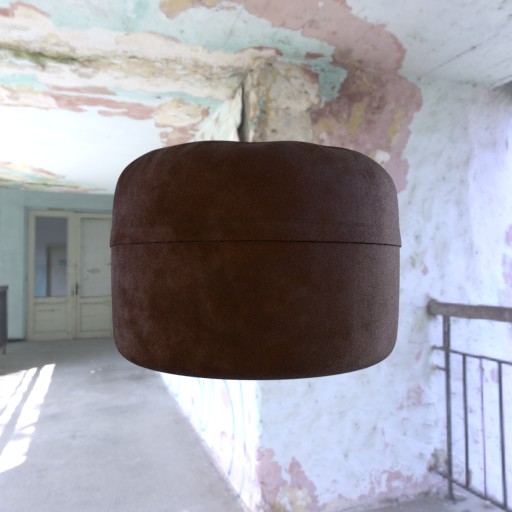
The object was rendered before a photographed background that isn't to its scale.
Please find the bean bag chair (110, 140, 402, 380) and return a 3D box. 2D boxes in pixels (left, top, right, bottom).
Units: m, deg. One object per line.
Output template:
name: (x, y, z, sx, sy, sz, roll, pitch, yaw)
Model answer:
bean bag chair: (0.000, 0.000, 1.465, 0.918, 0.616, 0.918, 0, -1, 0)
